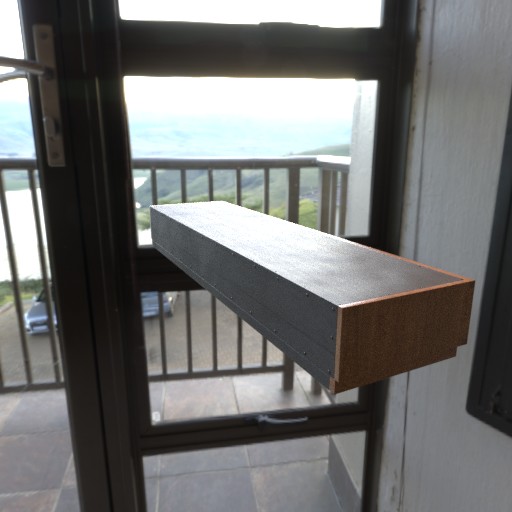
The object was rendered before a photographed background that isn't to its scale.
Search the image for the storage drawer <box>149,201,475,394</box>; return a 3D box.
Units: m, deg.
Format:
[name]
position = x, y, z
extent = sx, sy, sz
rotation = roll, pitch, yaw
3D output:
[storage drawer]
position = 0.000, 0.000, 2.182
extent = 0.538, 0.264, 2.032
rotation = -7, 17, -26
